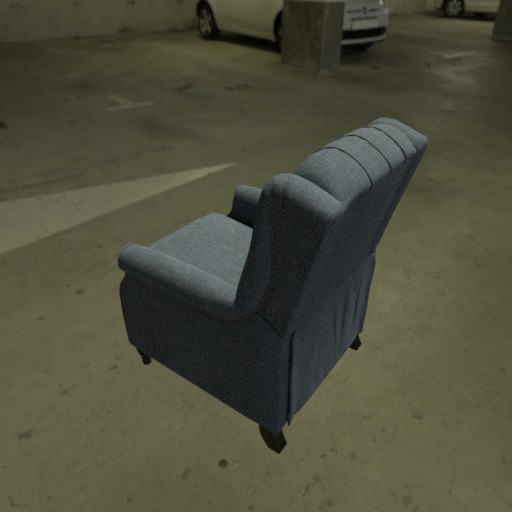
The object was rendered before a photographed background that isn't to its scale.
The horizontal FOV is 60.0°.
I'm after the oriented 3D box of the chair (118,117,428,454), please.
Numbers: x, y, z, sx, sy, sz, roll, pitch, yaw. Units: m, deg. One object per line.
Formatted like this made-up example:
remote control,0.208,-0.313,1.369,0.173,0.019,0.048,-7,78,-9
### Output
chair,0.000,0.000,1.644,0.898,1.035,0.742,22,38,30
